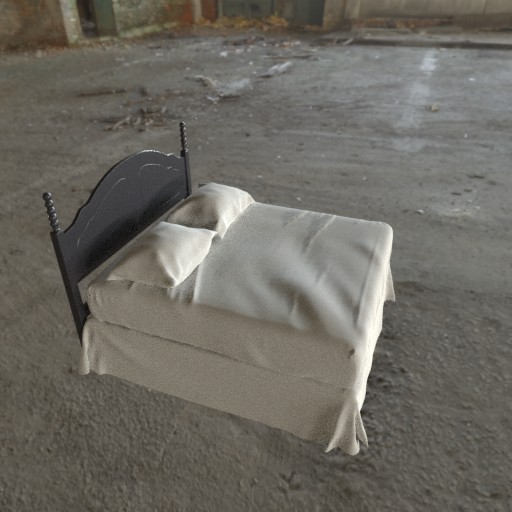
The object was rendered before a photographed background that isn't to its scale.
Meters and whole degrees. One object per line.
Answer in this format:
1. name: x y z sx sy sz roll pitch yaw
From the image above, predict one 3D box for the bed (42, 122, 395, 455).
1. bed: 0.000 0.000 3.243 2.040 1.356 1.873 11 34 18
